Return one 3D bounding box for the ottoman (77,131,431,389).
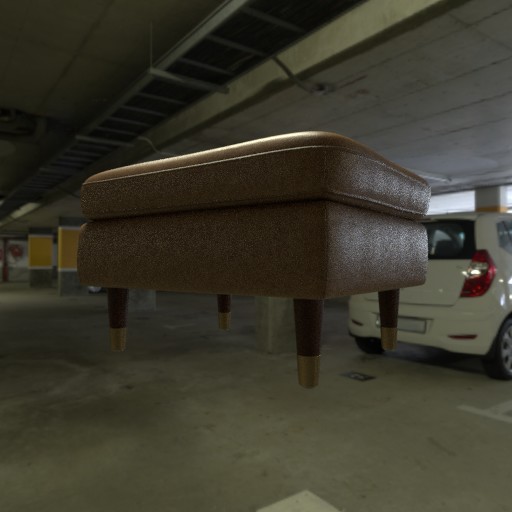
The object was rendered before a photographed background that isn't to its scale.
[{"bbox_3d":[0.000,0.000,1.119,0.747,0.478,0.593,-1,-1,36],"label":"ottoman"}]
